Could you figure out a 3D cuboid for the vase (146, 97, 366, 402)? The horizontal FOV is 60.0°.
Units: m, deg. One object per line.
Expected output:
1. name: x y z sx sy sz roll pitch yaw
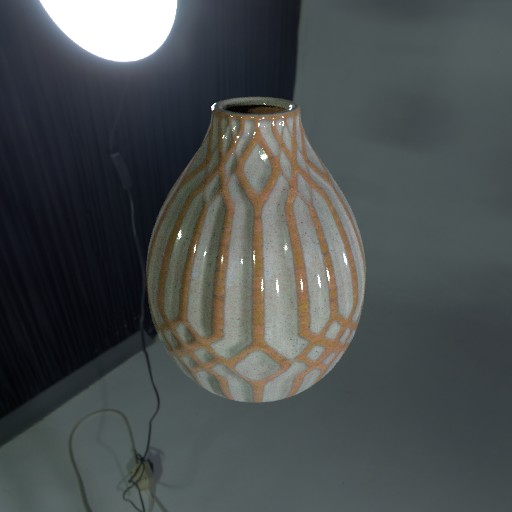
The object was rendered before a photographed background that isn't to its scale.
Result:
1. vase: 0.000 0.000 0.265 0.131 0.175 0.131 0 31 0
